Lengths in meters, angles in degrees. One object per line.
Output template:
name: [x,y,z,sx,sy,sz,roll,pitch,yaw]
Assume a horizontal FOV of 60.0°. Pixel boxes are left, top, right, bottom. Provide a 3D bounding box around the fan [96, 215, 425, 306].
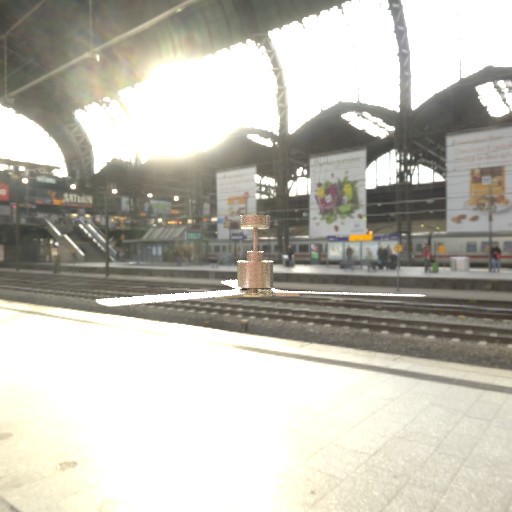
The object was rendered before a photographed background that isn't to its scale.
fan: [0.000,0.000,2.355,1.561,0.446,1.531,0,1,35]
